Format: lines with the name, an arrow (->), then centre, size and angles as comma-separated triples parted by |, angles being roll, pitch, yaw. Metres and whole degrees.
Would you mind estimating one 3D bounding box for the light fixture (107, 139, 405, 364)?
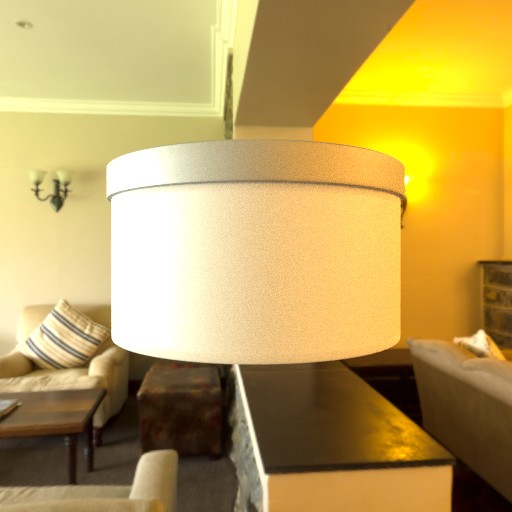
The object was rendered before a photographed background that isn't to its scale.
light fixture -> 0.000, 0.000, 0.616 | 0.393, 0.229, 0.393 | 0, 0, 0
